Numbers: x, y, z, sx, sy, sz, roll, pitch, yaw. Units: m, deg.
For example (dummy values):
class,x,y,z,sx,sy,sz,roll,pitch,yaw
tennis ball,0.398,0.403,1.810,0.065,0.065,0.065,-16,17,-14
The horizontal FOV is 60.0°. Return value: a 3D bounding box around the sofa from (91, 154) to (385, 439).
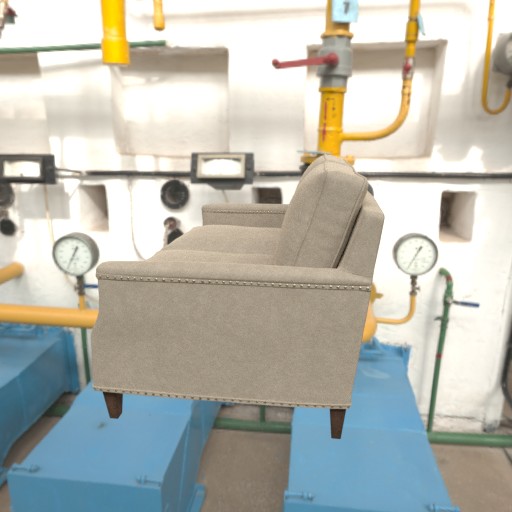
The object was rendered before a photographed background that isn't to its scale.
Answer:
class,x,y,z,sx,sy,sz,roll,pitch,yaw
sofa,0.000,0.000,2.308,1.084,1.002,1.597,2,15,8
